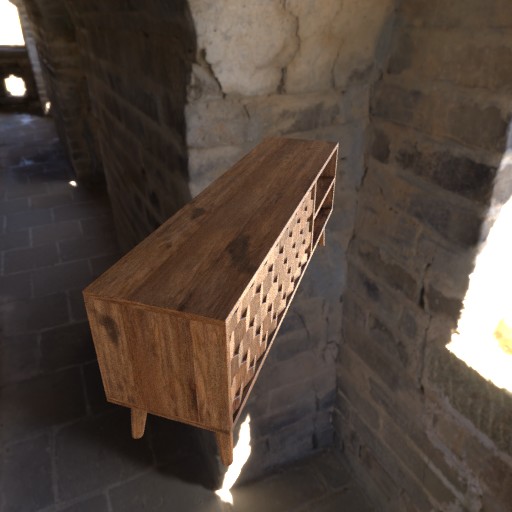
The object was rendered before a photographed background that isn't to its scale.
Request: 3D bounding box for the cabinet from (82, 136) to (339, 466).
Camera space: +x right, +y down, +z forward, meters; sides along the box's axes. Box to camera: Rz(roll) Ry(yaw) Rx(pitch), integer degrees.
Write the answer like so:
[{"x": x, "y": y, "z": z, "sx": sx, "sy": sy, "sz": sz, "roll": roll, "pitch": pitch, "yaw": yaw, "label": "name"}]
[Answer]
[{"x": 0.000, "y": 0.000, "z": 1.682, "sx": 0.349, "sy": 0.528, "sz": 1.448, "roll": 9, "pitch": 31, "yaw": 16, "label": "cabinet"}]
